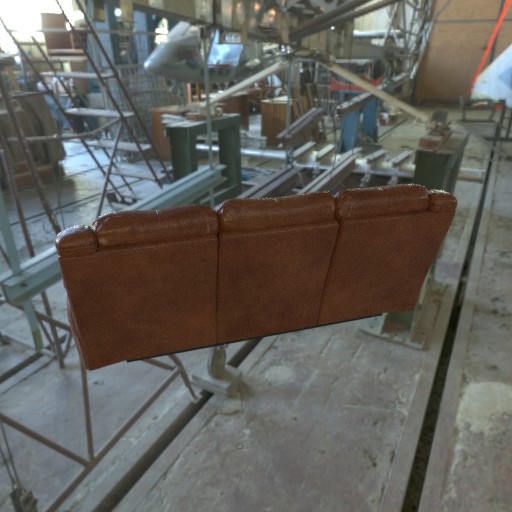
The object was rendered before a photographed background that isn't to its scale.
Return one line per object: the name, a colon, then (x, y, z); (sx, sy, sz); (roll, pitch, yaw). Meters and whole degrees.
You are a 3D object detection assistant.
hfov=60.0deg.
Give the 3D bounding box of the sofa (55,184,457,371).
sofa: (0.000, 0.000, 2.902); (2.337, 1.043, 0.991); (-8, 26, -16)
